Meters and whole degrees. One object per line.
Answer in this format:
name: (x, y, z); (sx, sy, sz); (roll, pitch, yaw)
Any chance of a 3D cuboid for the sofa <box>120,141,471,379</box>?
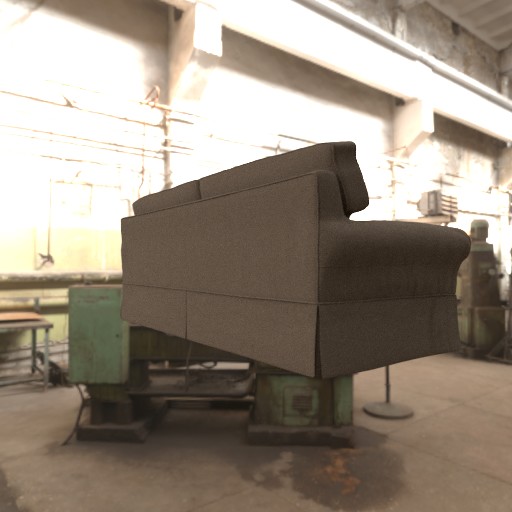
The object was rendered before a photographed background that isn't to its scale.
sofa: (0.000, 0.000, 2.751); (0.991, 0.943, 2.248); (1, -1, -36)
